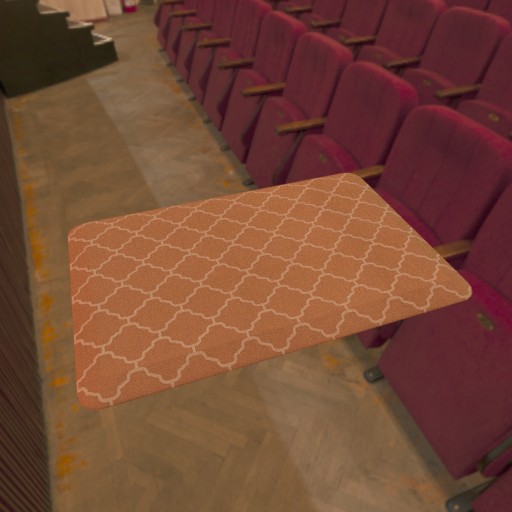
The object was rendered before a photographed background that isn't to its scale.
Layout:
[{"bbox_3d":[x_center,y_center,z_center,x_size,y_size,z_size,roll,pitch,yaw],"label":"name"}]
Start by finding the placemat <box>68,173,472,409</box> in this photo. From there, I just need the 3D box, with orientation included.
[{"bbox_3d":[0.000,0.000,0.956,0.762,0.021,0.508,-13,43,-15],"label":"placemat"}]
